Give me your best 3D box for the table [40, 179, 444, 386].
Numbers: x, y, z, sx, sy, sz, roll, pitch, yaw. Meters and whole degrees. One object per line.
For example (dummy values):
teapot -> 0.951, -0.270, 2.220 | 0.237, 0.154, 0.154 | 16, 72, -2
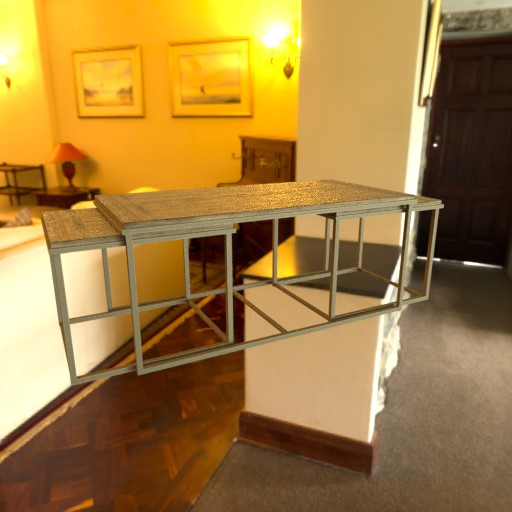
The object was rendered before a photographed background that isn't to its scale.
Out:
table -> 0.000, 0.000, 1.552 | 1.312, 0.427, 0.489 | -8, 19, -26
